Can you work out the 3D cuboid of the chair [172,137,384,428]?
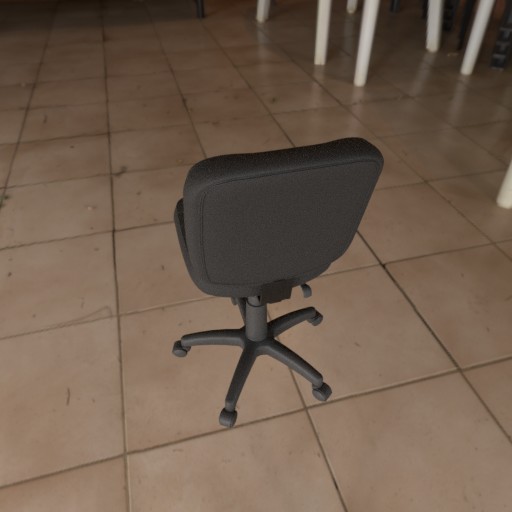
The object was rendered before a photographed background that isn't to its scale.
[{"bbox_3d":[0.000,0.000,1.369,0.610,0.972,0.610,-11,42,-12],"label":"chair"}]
